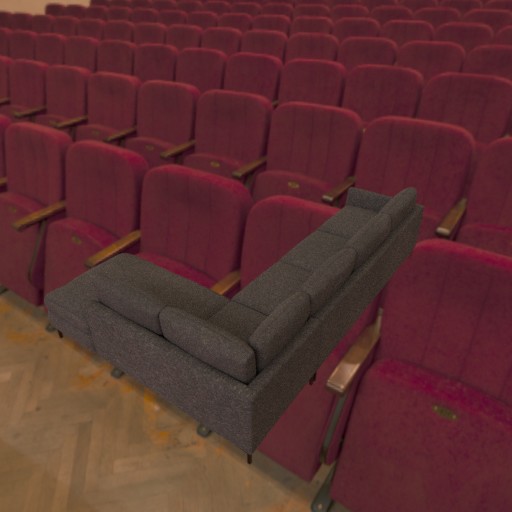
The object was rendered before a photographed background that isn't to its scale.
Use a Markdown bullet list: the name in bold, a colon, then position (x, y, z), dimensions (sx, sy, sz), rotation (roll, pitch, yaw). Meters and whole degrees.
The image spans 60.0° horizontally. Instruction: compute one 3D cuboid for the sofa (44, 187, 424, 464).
- **sofa**: position (0.000, 0.000, 3.946), dimensions (2.007, 0.815, 2.949), rotation (21, 38, 29)
